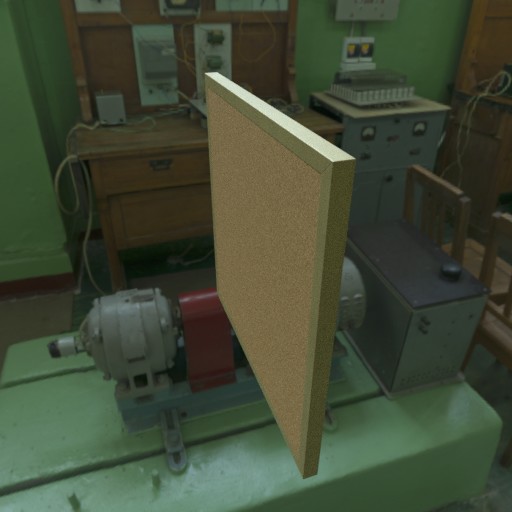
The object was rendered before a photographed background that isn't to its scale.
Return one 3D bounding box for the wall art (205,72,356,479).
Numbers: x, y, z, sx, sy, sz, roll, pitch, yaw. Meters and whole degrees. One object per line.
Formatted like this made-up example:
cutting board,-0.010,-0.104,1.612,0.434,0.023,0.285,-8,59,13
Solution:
wall art,0.000,0.000,1.135,0.037,0.763,0.763,-10,33,-16
